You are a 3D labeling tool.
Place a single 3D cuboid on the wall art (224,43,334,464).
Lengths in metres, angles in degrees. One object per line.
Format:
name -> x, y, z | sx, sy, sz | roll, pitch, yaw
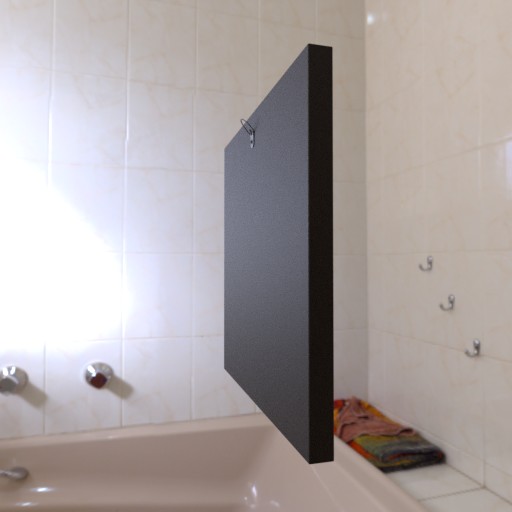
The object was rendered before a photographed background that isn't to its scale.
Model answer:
wall art -> 0.000, 0.000, 0.536 | 0.038, 0.349, 0.349 | 0, -1, -16
